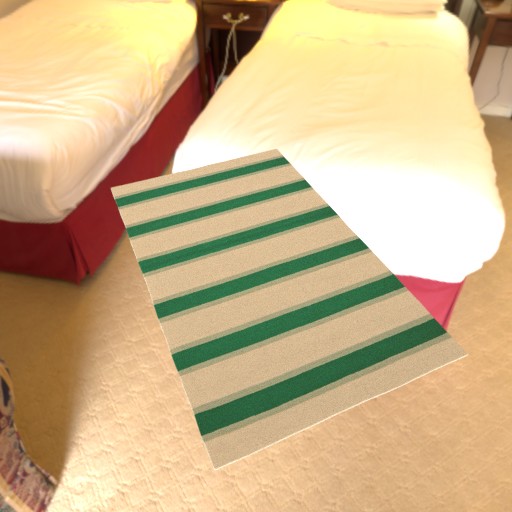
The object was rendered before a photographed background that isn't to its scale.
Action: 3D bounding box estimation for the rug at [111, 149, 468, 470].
[{"bbox_3d":[0.000,0.000,3.058,1.521,0.015,2.436,-17,47,-17],"label":"rug"}]
